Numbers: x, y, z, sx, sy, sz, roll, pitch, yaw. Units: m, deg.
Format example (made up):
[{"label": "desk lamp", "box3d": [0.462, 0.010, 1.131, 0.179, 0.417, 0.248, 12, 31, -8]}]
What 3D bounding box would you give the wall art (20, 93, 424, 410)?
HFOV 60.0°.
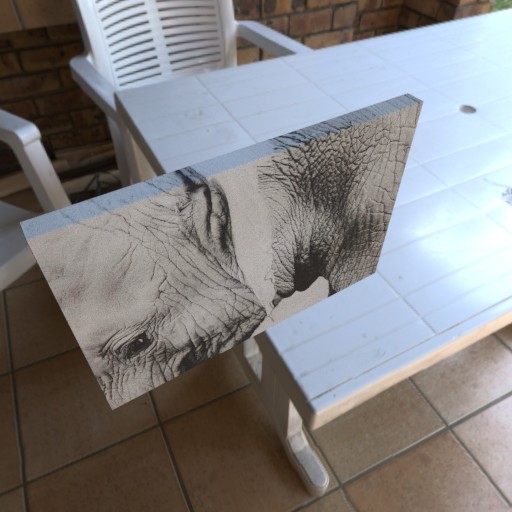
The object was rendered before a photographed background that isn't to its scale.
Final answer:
[{"label": "wall art", "box3d": [0.000, 0.000, 0.752, 0.613, 0.407, 0.035, -24, 50, -22]}]
